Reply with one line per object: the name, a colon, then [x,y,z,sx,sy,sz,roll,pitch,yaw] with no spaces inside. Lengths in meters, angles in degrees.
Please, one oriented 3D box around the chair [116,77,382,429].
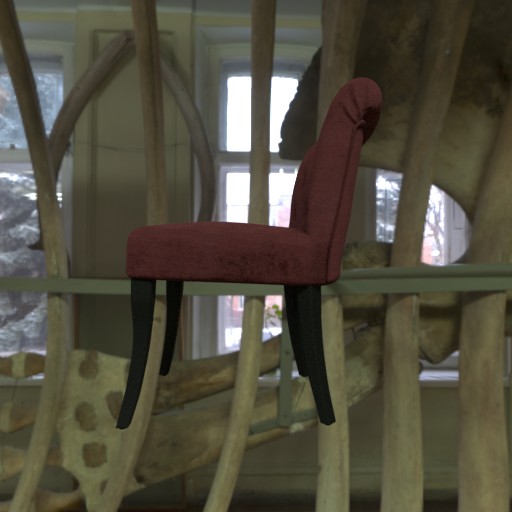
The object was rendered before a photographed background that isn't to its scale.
chair: [0.000,0.000,1.195,0.605,0.750,0.582,0,-2,-1]
